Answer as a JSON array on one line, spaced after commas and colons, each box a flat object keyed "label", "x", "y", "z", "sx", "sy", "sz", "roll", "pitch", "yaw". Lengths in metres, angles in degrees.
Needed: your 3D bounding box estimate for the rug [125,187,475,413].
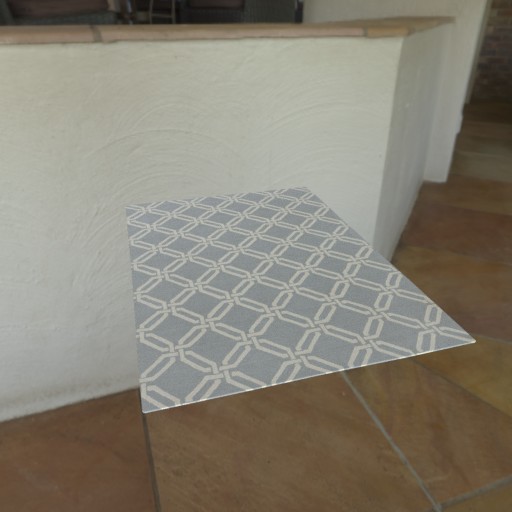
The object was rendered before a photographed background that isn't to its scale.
[{"label": "rug", "x": 0.000, "y": 0.000, "z": 2.769, "sx": 1.522, "sy": 0.013, "sz": 2.133, "roll": -8, "pitch": 30, "yaw": -14}]
